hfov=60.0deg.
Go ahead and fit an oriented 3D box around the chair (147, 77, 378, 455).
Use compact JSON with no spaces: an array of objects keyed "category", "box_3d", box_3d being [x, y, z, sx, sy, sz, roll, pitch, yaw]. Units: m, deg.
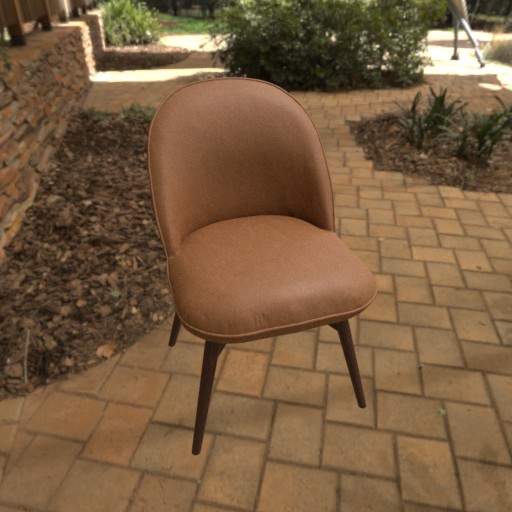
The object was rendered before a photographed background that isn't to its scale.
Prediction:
[{"category":"chair","box_3d":[0.000,0.000,1.230,0.521,0.831,0.631,-10,33,-15]}]
